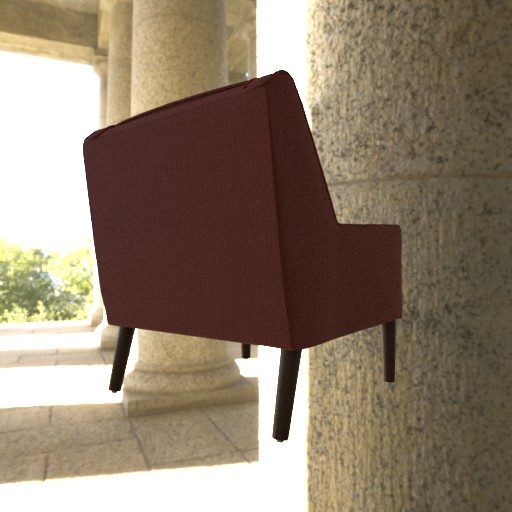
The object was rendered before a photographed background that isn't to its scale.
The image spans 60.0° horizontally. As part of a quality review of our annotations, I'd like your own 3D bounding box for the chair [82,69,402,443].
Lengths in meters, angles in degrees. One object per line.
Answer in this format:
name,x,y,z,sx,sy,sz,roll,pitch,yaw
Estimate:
chair,0.000,0.000,1.360,0.680,0.812,0.770,-1,-2,38
